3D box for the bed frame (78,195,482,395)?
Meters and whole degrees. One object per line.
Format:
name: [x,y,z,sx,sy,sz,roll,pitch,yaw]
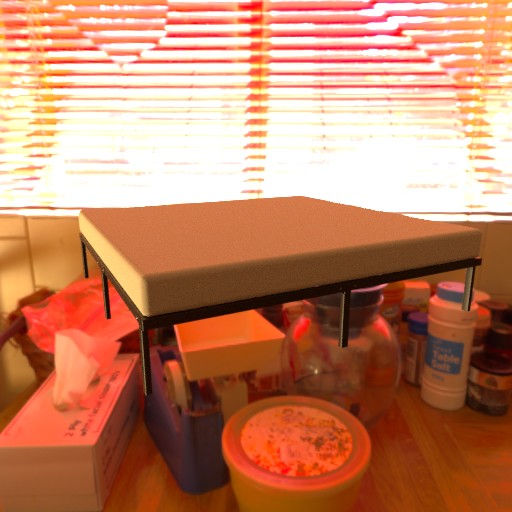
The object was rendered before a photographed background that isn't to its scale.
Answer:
bed frame: [0.000,0.000,3.930,2.635,0.680,2.526,-8,16,-27]
